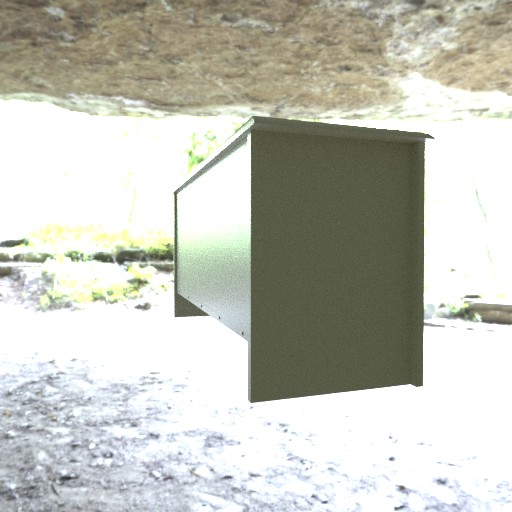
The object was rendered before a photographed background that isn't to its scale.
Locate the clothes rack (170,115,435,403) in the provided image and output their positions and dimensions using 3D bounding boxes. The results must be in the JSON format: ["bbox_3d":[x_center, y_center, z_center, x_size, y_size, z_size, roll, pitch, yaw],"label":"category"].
[{"bbox_3d":[0.000,0.000,1.465,0.405,0.558,1.218,0,1,-18],"label":"clothes rack"}]
